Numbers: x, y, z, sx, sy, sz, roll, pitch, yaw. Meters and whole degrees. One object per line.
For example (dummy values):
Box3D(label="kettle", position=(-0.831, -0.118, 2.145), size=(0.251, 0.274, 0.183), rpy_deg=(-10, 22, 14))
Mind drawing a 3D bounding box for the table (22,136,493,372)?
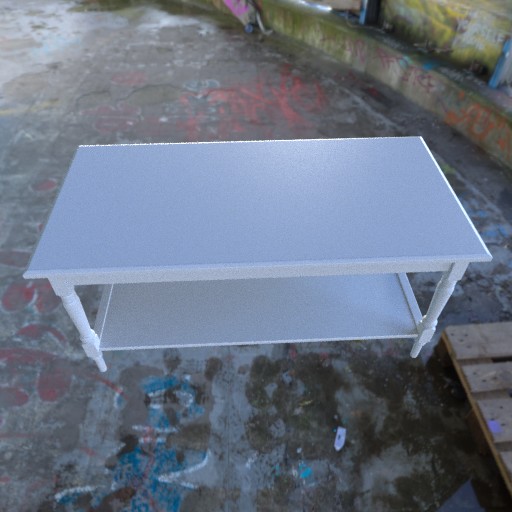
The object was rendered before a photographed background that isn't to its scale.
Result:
Box3D(label="table", position=(0.000, 0.000, 1.412), size=(1.109, 0.506, 0.551), rpy_deg=(-2, 46, -2))
